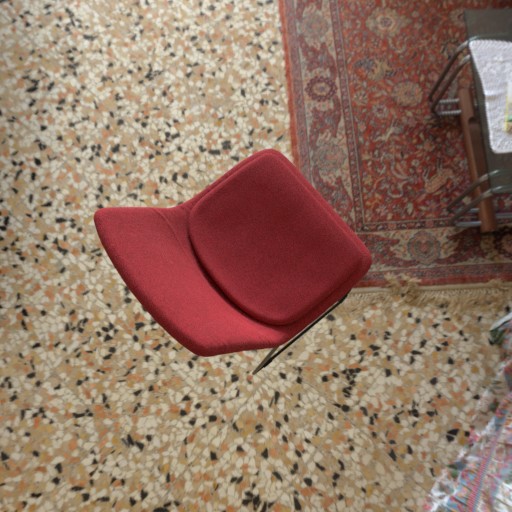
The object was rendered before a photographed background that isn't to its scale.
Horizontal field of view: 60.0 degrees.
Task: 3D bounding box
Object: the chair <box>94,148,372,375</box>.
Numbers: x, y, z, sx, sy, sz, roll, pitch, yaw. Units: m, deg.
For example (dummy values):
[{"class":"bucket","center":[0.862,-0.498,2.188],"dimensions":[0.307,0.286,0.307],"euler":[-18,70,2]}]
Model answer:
[{"class":"chair","center":[0.000,0.000,1.154],"dimensions":[0.518,0.858,0.479],"euler":[-38,79,-9]}]
